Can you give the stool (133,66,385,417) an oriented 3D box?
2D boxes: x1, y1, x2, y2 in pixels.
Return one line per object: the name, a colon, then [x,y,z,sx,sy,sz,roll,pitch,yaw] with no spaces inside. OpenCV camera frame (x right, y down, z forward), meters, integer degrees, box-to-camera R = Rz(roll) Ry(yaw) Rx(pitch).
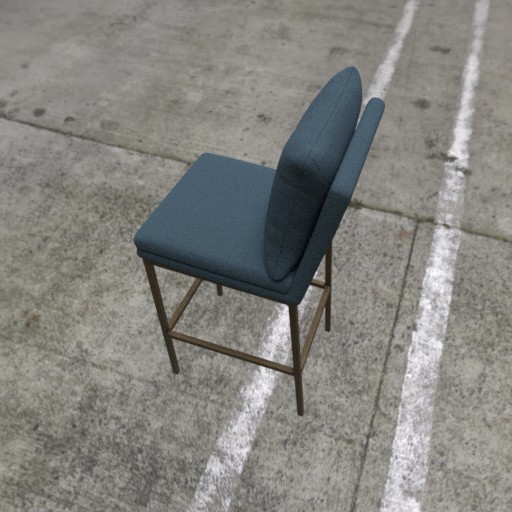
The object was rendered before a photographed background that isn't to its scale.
stool: [0.000,0.000,1.439,0.568,1.124,0.463,16,48,14]
